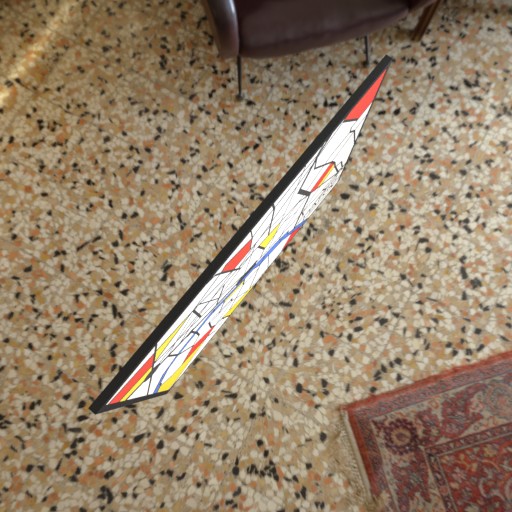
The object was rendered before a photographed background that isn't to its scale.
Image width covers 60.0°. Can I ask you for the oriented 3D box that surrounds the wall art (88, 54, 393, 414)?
[{"bbox_3d":[0.000,0.000,0.844,0.013,0.458,0.664,38,79,9],"label":"wall art"}]
